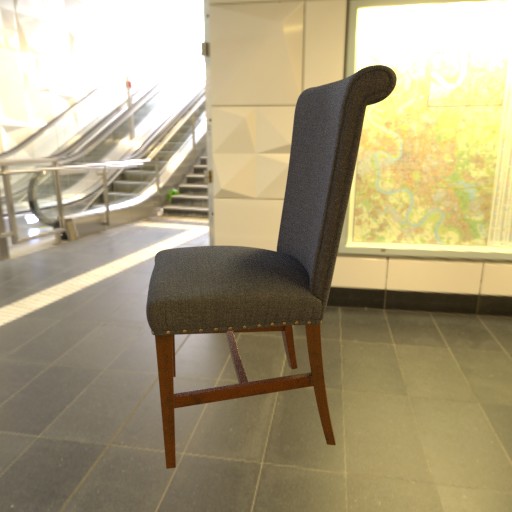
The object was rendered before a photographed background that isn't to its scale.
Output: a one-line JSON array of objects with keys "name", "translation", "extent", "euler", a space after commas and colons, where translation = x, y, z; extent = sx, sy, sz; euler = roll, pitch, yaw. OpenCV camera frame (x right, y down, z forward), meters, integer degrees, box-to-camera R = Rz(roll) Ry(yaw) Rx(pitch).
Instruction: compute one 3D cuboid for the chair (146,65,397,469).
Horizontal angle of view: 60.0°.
[{"name": "chair", "translation": [0.000, 0.000, 1.301], "extent": [0.608, 0.988, 0.513], "euler": [-3, 15, -10]}]
